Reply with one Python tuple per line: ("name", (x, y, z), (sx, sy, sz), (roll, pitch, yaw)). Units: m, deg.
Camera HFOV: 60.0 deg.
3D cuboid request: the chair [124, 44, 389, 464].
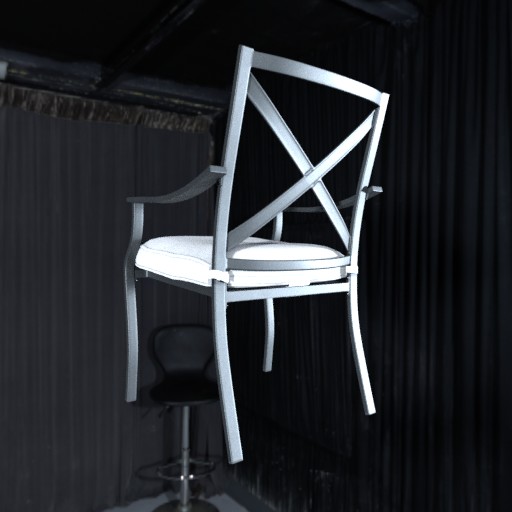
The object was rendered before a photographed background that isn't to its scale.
("chair", (0.000, 0.000, 1.280), (0.575, 0.889, 0.620), (-1, 2, -37))
